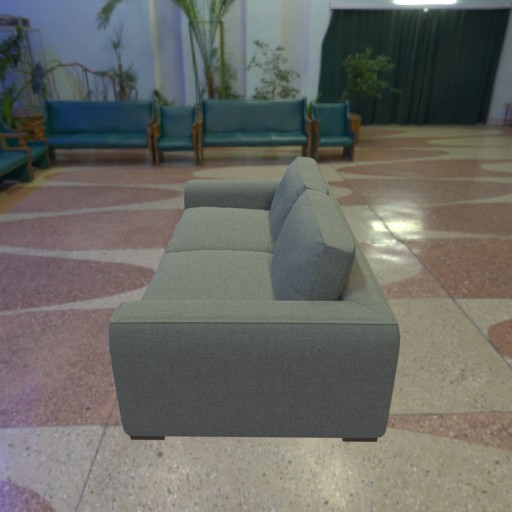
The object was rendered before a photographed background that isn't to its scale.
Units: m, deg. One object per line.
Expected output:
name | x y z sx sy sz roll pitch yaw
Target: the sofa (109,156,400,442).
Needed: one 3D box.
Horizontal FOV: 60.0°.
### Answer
sofa | 0.000 0.000 2.460 1.069 0.800 1.920 0 25 1
